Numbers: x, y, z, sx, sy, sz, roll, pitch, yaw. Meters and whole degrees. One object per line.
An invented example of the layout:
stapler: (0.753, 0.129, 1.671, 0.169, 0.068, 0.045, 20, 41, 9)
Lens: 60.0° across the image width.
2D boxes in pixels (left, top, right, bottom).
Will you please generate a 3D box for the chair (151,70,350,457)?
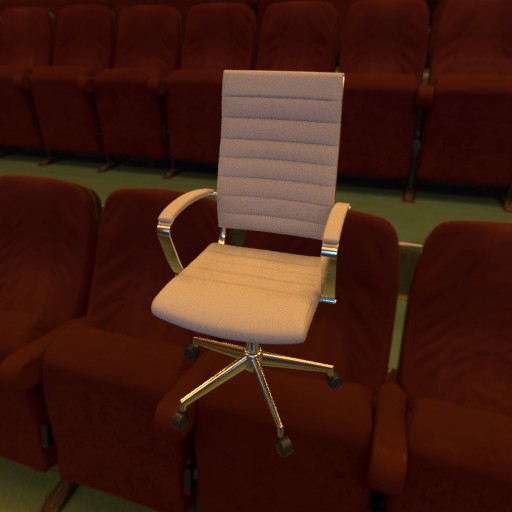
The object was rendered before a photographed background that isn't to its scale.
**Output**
chair: (0.000, 0.000, 1.546, 0.679, 1.149, 0.667, 8, 28, 16)
